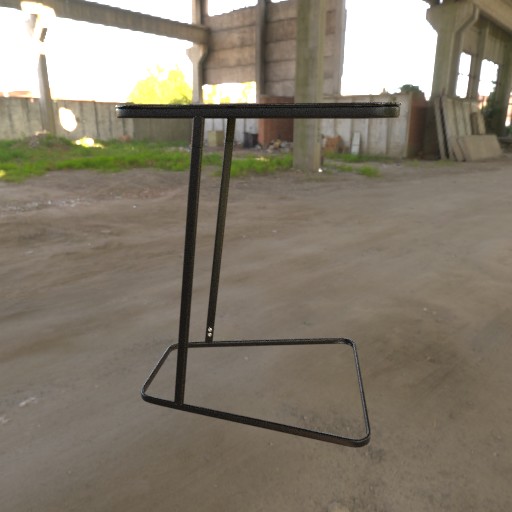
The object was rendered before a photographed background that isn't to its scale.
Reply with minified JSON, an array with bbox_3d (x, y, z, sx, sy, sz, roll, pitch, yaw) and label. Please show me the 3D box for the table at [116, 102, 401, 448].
[{"bbox_3d":[0.000,0.000,0.977,0.500,0.624,0.427,2,17,7],"label":"table"}]
